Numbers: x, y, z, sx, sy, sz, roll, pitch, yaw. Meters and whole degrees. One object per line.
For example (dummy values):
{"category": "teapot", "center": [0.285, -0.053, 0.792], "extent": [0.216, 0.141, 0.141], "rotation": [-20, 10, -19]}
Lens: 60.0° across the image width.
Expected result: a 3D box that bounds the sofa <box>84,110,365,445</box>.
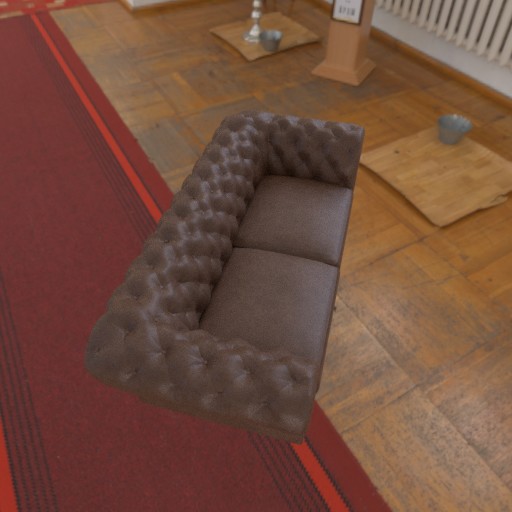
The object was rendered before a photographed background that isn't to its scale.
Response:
{"category": "sofa", "center": [0.000, 0.000, 2.499], "extent": [0.955, 0.784, 2.048], "rotation": [11, 47, 10]}
